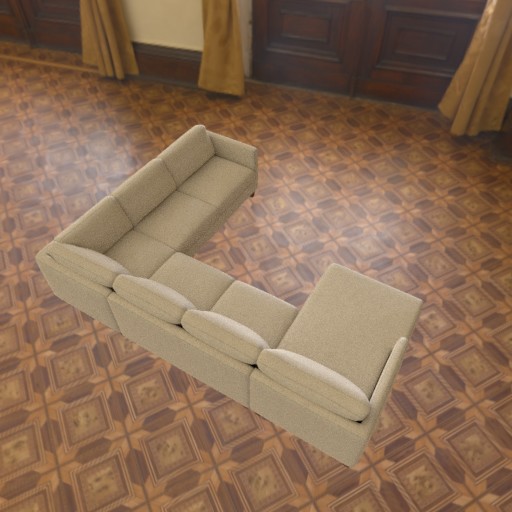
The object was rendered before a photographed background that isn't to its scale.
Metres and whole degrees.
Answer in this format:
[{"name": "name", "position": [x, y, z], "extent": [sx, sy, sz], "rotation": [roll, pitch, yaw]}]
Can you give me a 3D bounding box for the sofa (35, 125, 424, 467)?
[{"name": "sofa", "position": [0.000, 0.000, 4.384], "extent": [3.238, 0.853, 2.551], "rotation": [24, 52, 20]}]
